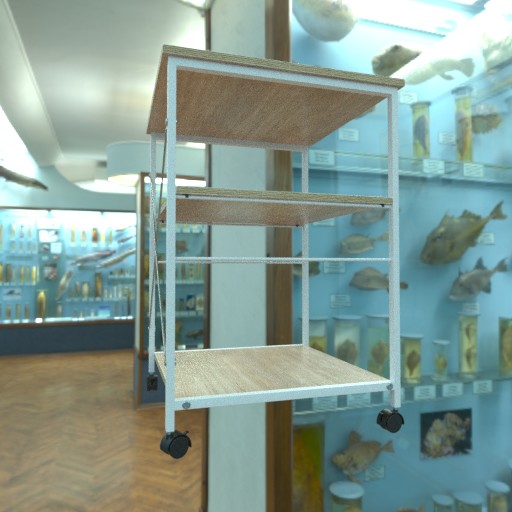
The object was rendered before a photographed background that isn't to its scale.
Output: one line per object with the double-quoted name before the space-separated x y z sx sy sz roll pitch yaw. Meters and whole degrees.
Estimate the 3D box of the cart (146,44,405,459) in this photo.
"cart" 0.000 0.000 1.128 0.520 0.762 0.521 0 -2 -17
